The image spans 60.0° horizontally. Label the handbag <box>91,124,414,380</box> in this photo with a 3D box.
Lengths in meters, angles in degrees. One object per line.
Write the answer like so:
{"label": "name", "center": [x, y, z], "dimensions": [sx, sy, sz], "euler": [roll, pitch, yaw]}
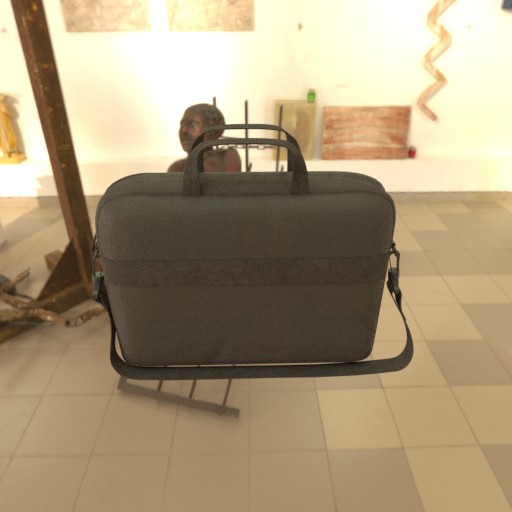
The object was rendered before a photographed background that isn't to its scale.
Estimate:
{"label": "handbag", "center": [0.000, 0.000, 0.431], "dimensions": [0.320, 0.244, 0.089], "euler": [-1, 31, -1]}
